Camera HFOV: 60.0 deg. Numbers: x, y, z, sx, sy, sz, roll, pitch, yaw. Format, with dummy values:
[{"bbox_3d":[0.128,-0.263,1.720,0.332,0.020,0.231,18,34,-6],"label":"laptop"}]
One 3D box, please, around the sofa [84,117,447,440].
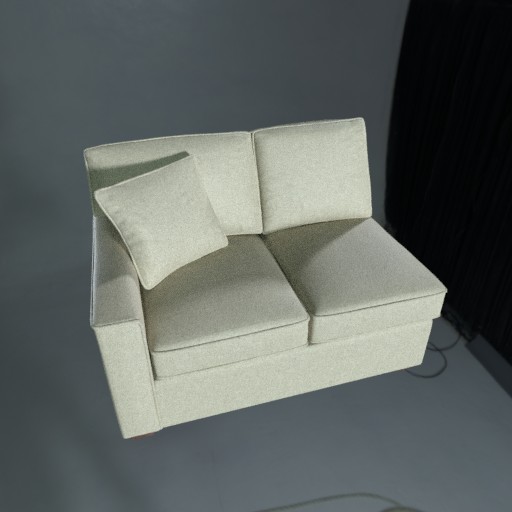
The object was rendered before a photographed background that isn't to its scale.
[{"bbox_3d":[0.000,0.000,2.030,1.388,0.989,0.991,-9,34,-14],"label":"sofa"}]
